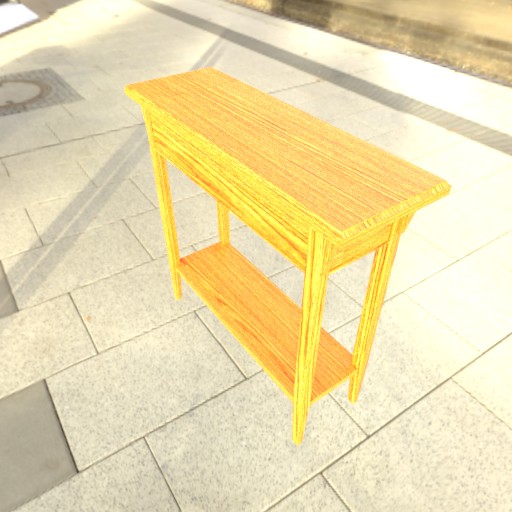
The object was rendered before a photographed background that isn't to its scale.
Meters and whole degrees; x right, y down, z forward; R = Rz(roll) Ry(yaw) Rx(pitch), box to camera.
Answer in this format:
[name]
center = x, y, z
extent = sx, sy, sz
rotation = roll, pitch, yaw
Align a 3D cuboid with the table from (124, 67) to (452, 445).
[table]
center = 0.000, 0.000, 1.141
extent = 0.254, 0.711, 0.762
rotation = -25, 46, -27
